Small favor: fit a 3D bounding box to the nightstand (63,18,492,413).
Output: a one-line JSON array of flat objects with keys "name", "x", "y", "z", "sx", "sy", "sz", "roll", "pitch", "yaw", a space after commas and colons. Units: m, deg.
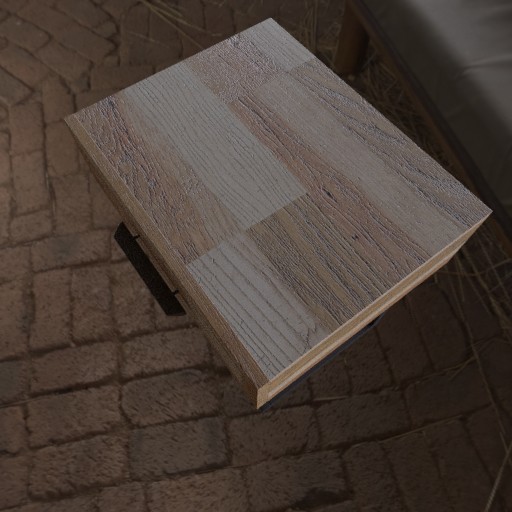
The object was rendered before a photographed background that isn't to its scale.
[{"name": "nightstand", "x": 0.000, "y": 0.000, "z": 0.989, "sx": 0.481, "sy": 0.632, "sz": 0.558, "roll": -33, "pitch": 68, "yaw": -15}]
